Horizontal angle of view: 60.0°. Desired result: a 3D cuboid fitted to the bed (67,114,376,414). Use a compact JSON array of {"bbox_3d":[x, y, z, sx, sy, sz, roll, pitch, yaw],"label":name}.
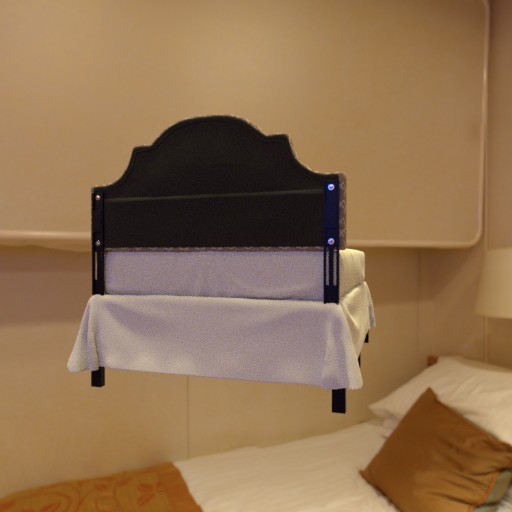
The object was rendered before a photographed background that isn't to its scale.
[{"bbox_3d":[0.000,0.000,3.470,1.780,1.633,2.222,0,0,18],"label":"bed"}]
